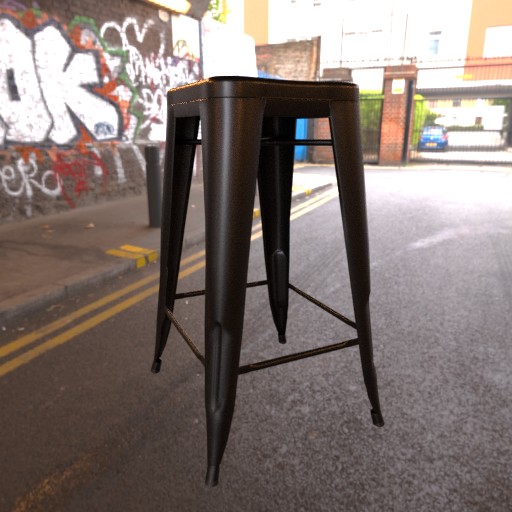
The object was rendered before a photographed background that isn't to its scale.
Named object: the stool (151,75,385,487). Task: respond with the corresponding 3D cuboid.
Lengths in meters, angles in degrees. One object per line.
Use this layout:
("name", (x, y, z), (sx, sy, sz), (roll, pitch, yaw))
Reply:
("stool", (0.000, 0.000, 0.849), (0.359, 0.609, 0.399), (-8, 18, -25))
